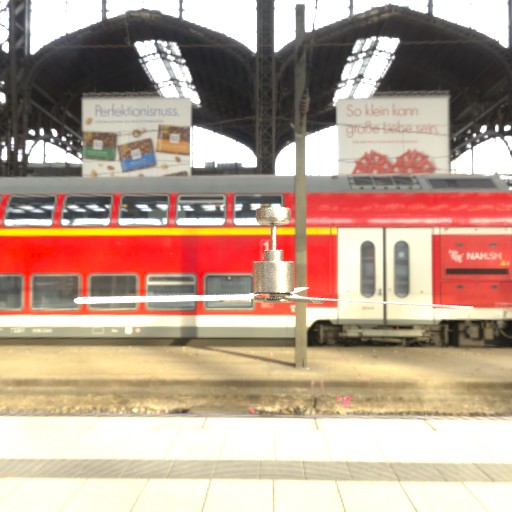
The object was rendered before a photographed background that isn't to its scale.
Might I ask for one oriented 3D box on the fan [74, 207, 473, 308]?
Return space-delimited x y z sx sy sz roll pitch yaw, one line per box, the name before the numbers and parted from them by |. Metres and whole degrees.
fan | 0.000 0.000 2.264 1.561 0.446 1.531 0 -2 0
